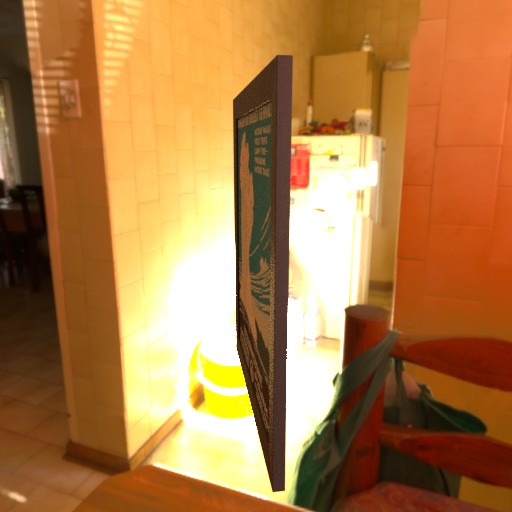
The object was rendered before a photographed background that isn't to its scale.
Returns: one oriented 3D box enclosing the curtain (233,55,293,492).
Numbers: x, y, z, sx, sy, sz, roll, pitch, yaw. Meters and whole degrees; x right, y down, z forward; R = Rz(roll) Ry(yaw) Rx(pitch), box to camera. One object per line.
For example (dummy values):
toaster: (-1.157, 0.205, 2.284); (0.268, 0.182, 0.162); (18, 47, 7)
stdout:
curtain: (0.000, 0.000, 0.804); (0.027, 0.585, 0.483); (-2, 14, -9)
